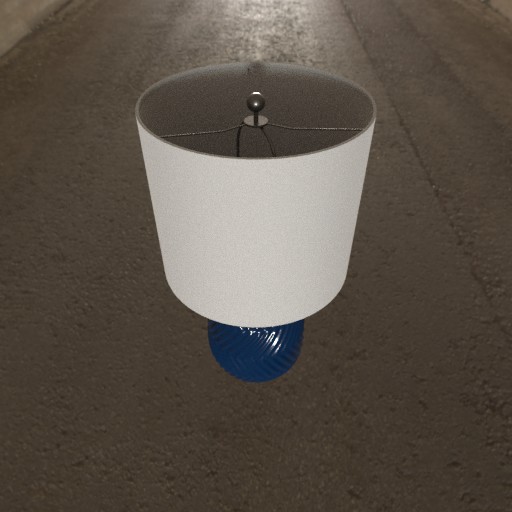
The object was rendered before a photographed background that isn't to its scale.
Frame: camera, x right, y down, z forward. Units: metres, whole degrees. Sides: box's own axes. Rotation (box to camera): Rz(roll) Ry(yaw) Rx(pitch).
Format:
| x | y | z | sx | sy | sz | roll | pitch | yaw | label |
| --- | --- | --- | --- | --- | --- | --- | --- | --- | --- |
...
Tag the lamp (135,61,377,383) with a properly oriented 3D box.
| x | y | z | sx | sy | sz | roll | pitch | yaw | label |
| --- | --- | --- | --- | --- | --- | --- | --- | --- | --- |
| 0.000 | 0.000 | 0.498 | 0.203 | 0.368 | 0.203 | -25 | 47 | -25 | lamp |
